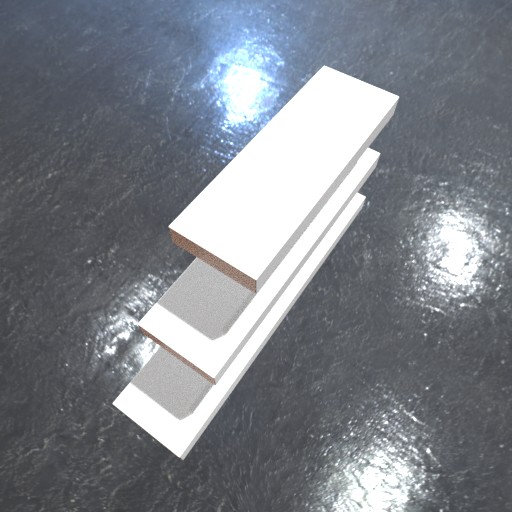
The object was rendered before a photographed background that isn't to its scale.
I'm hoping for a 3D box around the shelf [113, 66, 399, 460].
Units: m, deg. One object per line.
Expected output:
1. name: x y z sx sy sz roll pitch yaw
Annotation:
1. shelf: 0.000 0.000 0.728 0.140 0.293 0.610 31 63 17
